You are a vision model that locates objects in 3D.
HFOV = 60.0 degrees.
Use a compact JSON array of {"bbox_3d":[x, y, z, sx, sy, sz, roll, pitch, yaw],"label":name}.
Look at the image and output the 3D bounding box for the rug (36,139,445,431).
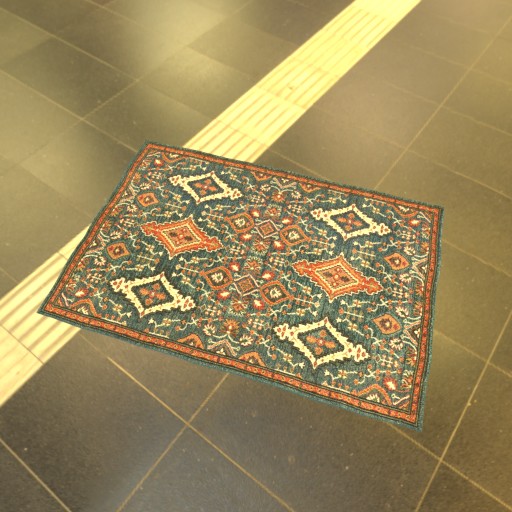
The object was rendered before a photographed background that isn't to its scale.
[{"bbox_3d":[0.000,0.000,2.963,2.373,0.009,1.622,15,58,9],"label":"rug"}]
